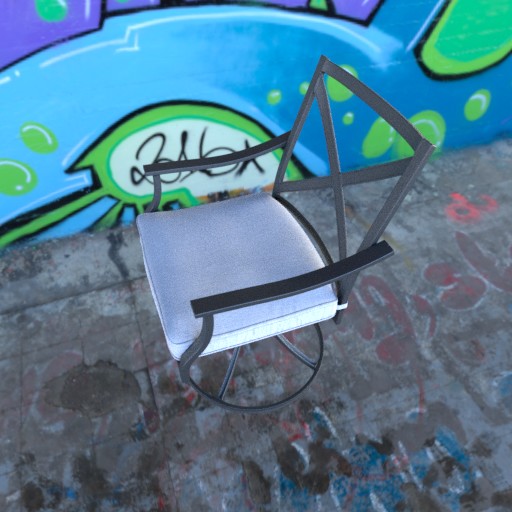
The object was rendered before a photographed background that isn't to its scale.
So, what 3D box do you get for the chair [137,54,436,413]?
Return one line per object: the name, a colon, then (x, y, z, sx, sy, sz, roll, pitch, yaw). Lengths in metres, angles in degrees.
chair: (0.000, 0.000, 1.285, 0.620, 0.889, 0.575, -15, 47, -14)
